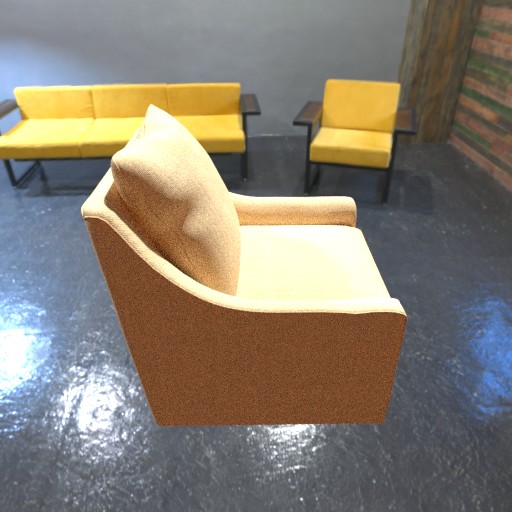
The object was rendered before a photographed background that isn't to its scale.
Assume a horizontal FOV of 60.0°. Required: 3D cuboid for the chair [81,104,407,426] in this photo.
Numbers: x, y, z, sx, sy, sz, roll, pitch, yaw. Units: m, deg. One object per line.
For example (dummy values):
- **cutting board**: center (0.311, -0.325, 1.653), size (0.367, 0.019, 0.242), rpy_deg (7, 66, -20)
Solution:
- **chair**: center (0.000, 0.000, 1.569), size (0.876, 0.927, 0.760), rpy_deg (0, 32, -1)
